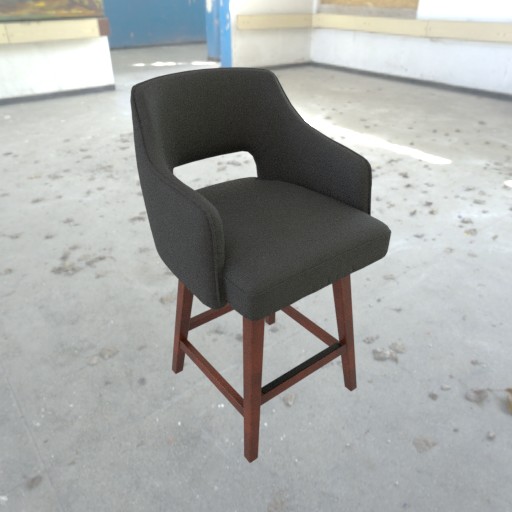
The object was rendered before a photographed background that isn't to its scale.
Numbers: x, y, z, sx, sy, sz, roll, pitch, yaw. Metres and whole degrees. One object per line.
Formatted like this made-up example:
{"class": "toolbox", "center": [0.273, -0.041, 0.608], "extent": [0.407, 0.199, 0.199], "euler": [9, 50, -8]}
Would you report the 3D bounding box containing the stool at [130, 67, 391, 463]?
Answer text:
{"class": "stool", "center": [0.000, 0.000, 1.242], "extent": [0.548, 0.912, 0.558], "euler": [-22, 38, -32]}
